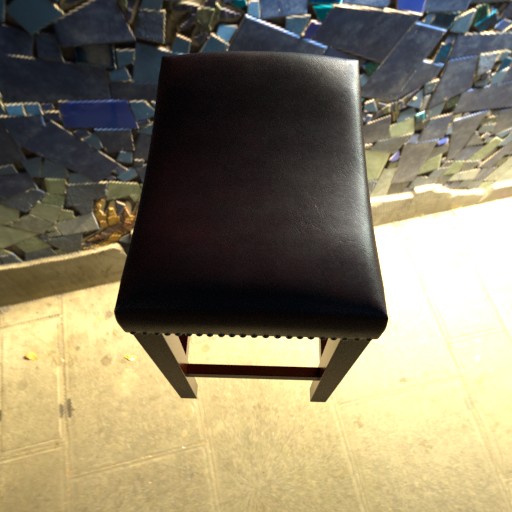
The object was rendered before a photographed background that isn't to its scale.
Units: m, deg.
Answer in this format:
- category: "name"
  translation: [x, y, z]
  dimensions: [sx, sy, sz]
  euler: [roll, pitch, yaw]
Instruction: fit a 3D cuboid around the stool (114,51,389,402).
- category: "stool"
  translation: [0.000, 0.000, 0.947]
  dimensions: [0.372, 0.657, 0.504]
  euler: [1, 62, 1]
